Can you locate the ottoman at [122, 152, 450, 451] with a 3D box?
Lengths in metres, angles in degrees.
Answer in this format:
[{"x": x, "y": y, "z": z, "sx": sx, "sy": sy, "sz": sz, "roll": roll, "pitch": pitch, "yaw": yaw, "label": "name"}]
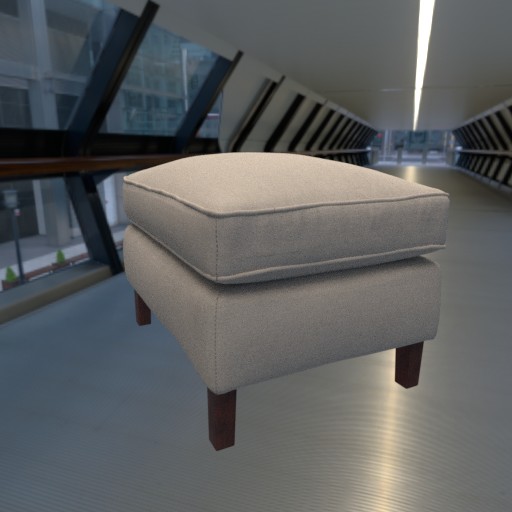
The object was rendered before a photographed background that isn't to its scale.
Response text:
[{"x": 0.000, "y": 0.000, "z": 1.002, "sx": 0.501, "sy": 0.456, "sz": 0.665, "roll": -7, "pitch": 16, "yaw": -26, "label": "ottoman"}]
